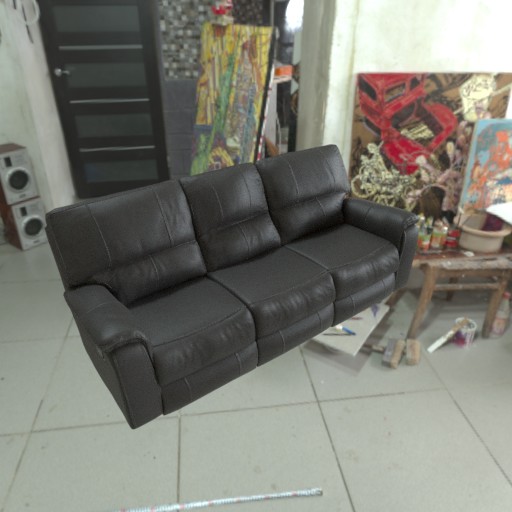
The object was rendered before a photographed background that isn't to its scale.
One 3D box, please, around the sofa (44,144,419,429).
[{"bbox_3d":[0.000,0.000,3.251,2.627,1.134,1.104,-20,35,-32],"label":"sofa"}]
